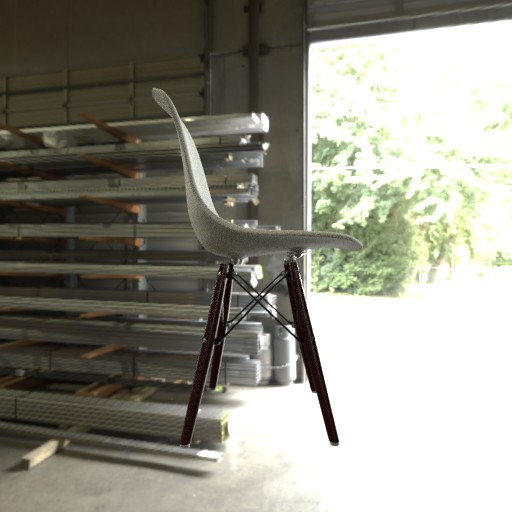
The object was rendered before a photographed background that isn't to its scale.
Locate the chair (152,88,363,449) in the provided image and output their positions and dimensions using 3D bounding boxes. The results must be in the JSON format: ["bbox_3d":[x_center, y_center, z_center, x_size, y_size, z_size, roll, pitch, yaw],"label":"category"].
[{"bbox_3d":[0.000,0.000,1.161,0.533,0.826,0.470,0,0,1],"label":"chair"}]
